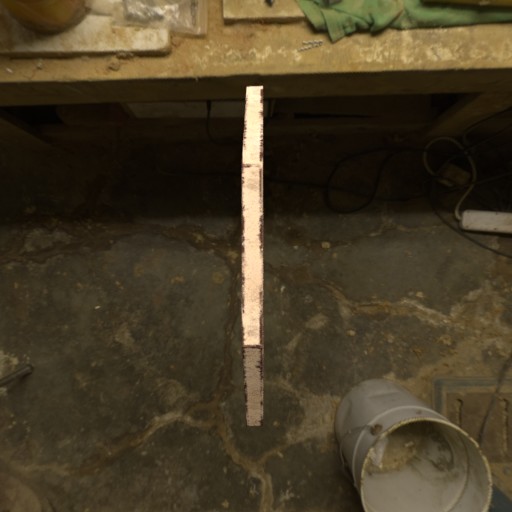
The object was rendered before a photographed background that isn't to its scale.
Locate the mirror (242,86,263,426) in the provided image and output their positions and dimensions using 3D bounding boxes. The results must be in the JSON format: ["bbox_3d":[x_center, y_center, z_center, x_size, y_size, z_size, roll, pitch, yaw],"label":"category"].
[{"bbox_3d":[0.000,0.000,0.976,0.031,0.648,0.648,0,90,1],"label":"mirror"}]
